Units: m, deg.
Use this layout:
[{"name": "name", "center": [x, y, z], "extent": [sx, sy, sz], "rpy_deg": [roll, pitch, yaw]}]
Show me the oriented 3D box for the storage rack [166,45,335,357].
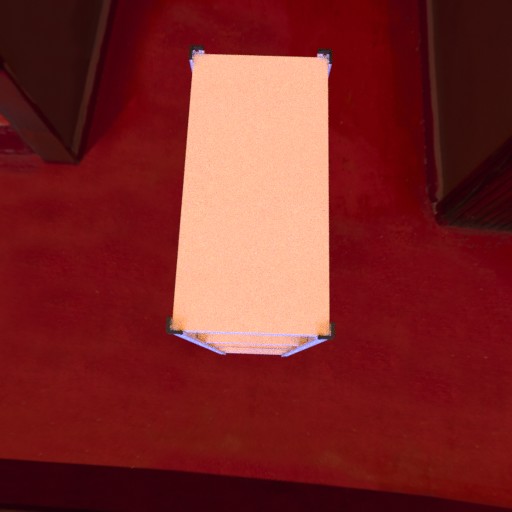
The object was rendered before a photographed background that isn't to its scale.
[{"name": "storage rack", "center": [0.000, 0.000, 2.187], "extent": [0.457, 1.829, 0.914], "rpy_deg": [2, 76, 0]}]
